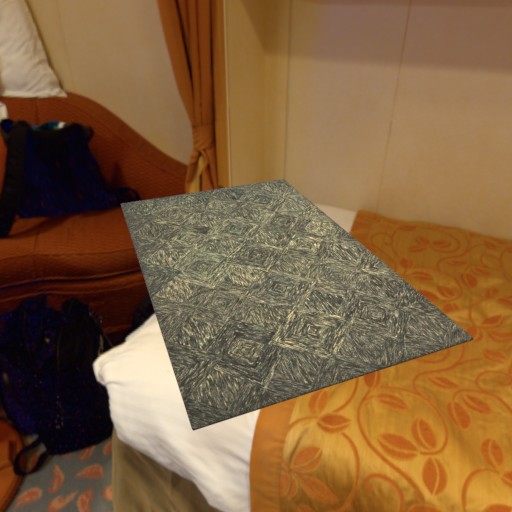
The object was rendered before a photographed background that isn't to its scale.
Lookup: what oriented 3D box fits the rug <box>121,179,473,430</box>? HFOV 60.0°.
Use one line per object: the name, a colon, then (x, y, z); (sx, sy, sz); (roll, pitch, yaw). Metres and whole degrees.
rug: (0.000, 0.000, 2.959); (1.478, 0.017, 2.330); (-12, 34, -18)
